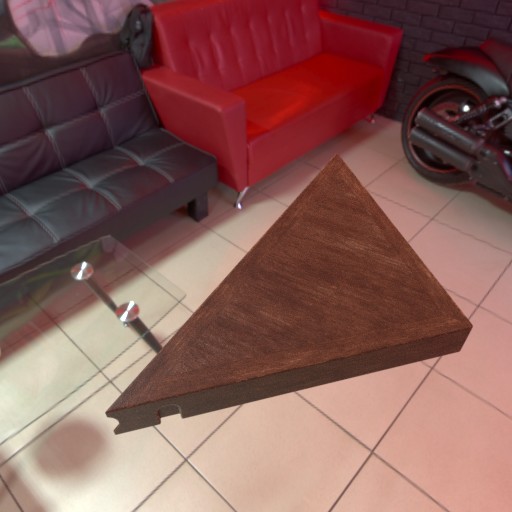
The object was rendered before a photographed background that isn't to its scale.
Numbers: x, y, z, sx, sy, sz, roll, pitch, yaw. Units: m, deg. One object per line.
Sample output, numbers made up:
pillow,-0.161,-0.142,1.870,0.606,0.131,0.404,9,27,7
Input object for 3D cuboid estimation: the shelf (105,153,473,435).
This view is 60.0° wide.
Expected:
shelf,0.000,0.000,0.455,0.296,0.035,0.296,-10,43,-11
